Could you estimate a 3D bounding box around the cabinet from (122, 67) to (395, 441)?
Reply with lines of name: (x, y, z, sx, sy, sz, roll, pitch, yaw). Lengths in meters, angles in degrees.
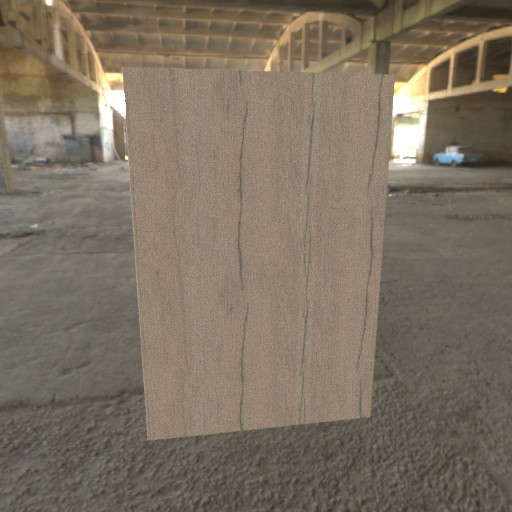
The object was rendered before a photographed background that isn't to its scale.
cabinet: (0.000, 0.000, 2.766, 1.400, 2.070, 0.580, -2, 15, -9)
